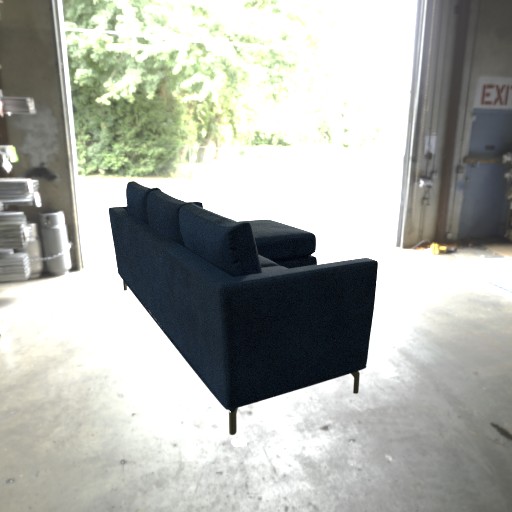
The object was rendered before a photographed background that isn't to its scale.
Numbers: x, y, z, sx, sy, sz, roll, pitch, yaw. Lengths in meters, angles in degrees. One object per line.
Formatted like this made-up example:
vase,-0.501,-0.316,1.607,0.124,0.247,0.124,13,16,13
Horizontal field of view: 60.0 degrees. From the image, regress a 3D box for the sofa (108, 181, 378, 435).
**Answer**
sofa,0.000,0.000,3.233,1.622,0.987,2.438,-8,17,-27
